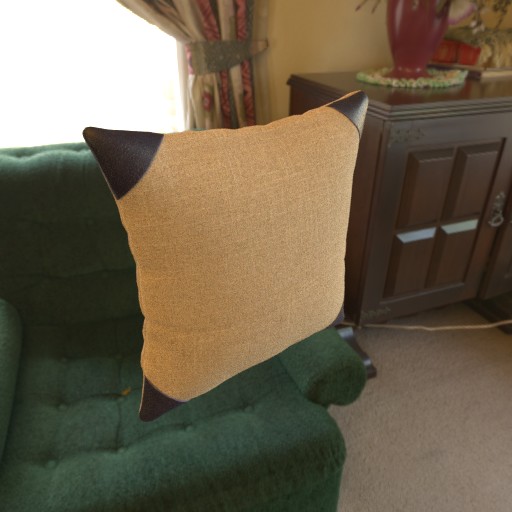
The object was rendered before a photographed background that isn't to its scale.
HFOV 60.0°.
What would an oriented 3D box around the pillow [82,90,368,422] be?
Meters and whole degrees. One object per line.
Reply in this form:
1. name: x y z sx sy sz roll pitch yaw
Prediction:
1. pillow: 0.000 0.000 0.674 0.440 0.441 0.147 -20 35 -32
